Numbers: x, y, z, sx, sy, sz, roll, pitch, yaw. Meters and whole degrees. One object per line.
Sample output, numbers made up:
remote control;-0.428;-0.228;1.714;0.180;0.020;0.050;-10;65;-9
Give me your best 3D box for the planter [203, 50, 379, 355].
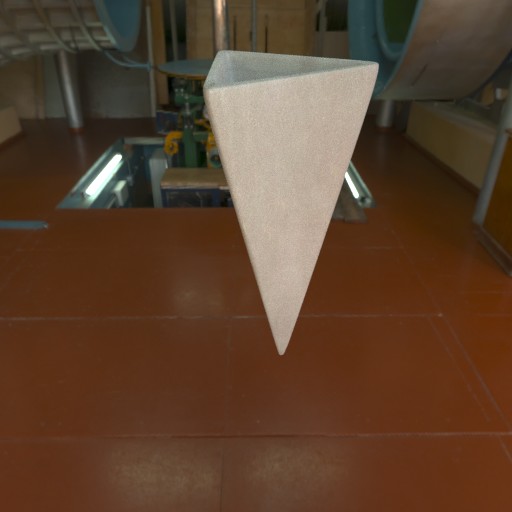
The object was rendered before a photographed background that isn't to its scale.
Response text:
planter;0.000;0.000;0.279;0.101;0.224;0.081;19;35;28
